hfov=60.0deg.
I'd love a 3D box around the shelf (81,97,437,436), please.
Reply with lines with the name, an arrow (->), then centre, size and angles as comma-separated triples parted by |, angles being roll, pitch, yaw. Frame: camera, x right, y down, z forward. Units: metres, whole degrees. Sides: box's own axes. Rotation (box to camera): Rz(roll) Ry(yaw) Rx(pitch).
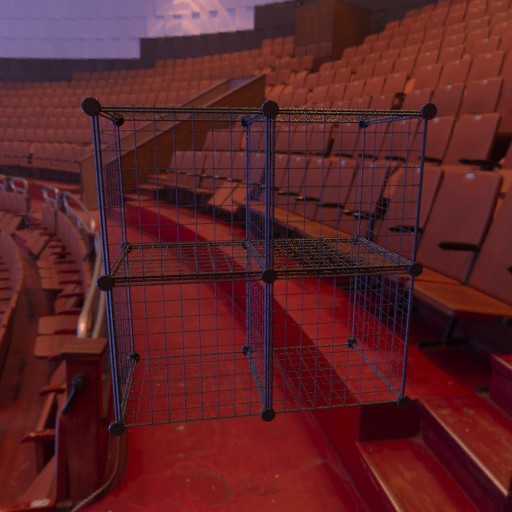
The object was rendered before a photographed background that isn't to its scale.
shelf -> 0.000, 0.000, 1.122 | 0.711, 0.711, 0.356 | -2, 13, -9
